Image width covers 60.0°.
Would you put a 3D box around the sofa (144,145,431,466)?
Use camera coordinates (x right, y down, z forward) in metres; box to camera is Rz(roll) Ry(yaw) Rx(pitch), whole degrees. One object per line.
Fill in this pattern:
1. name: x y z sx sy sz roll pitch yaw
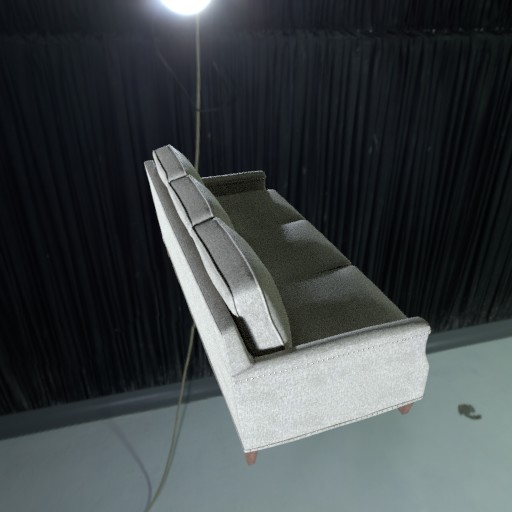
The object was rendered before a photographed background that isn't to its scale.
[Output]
1. sofa: 0.000 0.000 2.880 1.084 1.003 2.246 -10 32 -17
